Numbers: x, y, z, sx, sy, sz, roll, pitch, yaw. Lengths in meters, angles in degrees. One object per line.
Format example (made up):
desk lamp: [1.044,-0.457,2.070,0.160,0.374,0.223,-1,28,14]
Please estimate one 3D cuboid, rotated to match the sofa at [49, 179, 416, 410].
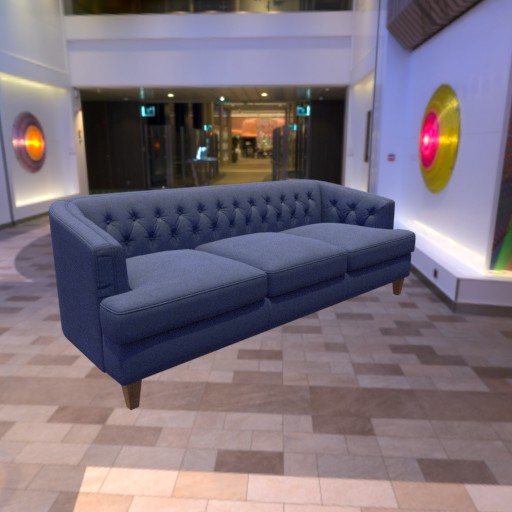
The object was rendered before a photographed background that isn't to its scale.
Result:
sofa: [0.000,0.000,2.680,2.235,0.787,0.914,-13,19,-42]
